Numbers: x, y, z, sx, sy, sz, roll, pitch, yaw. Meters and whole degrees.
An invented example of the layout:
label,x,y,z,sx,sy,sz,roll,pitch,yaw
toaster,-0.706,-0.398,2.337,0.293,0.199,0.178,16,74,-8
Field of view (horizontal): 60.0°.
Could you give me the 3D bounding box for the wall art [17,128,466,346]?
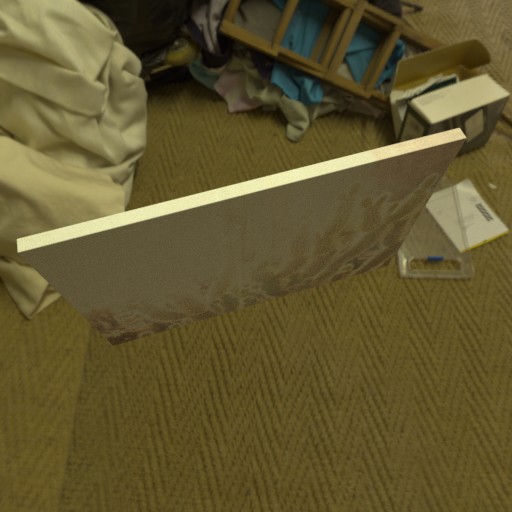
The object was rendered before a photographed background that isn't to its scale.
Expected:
label,x,y,z,sx,sy,sz,roll,pitch,yaw
wall art,0.000,0.000,1.424,1.142,0.758,0.041,-15,64,-8
